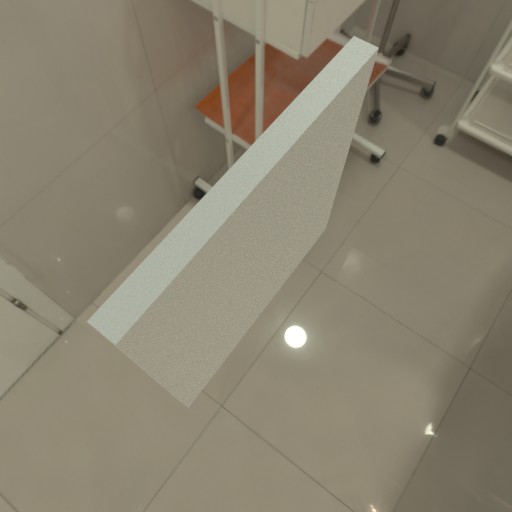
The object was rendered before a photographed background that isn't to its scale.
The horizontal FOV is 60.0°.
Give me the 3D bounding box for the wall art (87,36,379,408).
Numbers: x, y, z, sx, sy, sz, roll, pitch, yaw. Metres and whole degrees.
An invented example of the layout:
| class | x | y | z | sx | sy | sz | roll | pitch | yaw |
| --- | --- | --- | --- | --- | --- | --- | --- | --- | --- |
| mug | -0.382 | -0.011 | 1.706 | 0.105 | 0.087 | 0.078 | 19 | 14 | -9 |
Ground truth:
| class | x | y | z | sx | sy | sz | roll | pitch | yaw |
| --- | --- | --- | --- | --- | --- | --- | --- | --- | --- |
| wall art | 0.000 | 0.000 | 0.523 | 0.027 | 0.355 | 0.355 | 34 | 69 | 15 |
